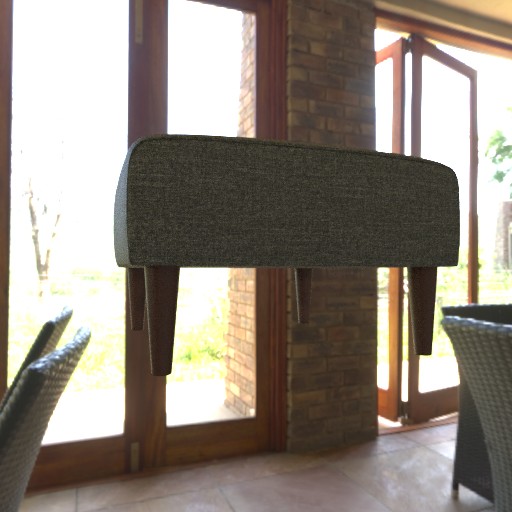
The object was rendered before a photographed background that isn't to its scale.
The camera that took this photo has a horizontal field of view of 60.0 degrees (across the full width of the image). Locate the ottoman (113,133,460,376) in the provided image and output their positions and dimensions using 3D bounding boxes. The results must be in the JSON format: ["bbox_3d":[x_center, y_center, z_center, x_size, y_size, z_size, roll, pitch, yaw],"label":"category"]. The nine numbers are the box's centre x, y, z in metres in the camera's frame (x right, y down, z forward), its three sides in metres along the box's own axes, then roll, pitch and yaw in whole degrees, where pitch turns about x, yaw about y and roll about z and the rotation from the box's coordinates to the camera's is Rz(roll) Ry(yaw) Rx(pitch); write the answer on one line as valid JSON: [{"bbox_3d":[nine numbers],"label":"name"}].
[{"bbox_3d":[0.000,0.000,1.056,0.648,0.399,0.655,1,-2,-19],"label":"ottoman"}]
